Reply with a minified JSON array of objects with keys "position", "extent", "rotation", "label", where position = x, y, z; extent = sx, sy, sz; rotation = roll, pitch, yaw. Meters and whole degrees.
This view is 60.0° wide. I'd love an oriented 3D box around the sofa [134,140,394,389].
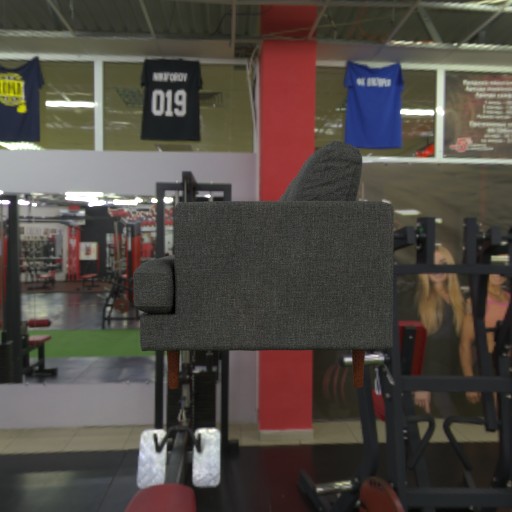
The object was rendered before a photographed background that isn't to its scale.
[{"position":[0.000,0.000,2.611],"extent":[0.903,0.930,2.246],"rotation":[0,2,-1],"label":"sofa"}]
